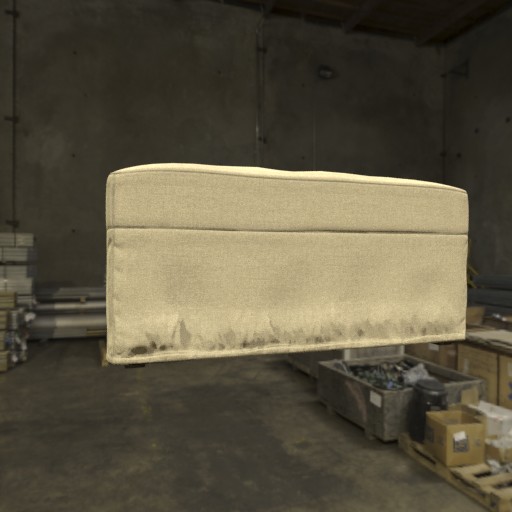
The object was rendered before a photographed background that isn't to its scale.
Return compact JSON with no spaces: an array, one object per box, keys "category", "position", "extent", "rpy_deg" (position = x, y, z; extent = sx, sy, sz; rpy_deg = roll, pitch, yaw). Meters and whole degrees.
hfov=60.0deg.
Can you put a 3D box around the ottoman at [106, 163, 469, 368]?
[{"category":"ottoman","position":[0.000,0.000,1.324],"extent":[0.843,0.436,0.840],"rpy_deg":[0,0,-18]}]
